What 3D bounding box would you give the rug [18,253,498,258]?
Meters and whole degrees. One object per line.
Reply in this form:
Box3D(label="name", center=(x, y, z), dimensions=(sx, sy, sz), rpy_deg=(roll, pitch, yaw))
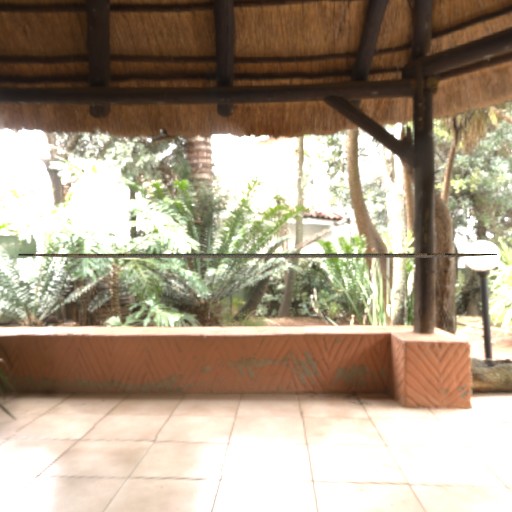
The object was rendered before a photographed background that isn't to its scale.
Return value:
Box3D(label="rug", center=(0.000, 0.000, 2.628), dimensions=(2.441, 0.010, 0.744), rpy_deg=(0, -1, 2))
